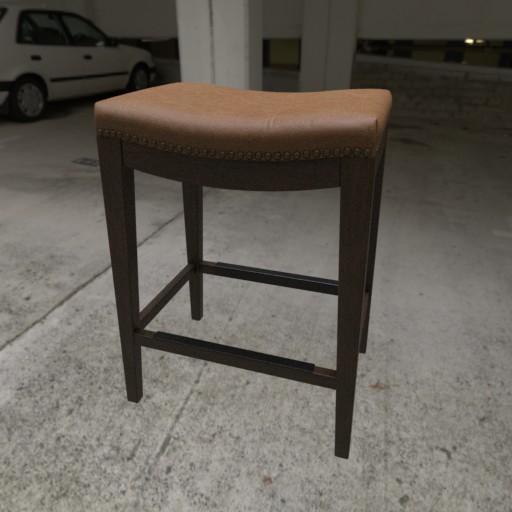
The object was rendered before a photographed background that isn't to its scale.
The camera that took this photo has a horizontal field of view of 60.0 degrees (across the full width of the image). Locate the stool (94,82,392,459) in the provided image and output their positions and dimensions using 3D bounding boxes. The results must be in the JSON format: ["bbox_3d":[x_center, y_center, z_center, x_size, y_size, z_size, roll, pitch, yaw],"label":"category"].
[{"bbox_3d":[0.000,0.000,0.948,0.500,0.660,0.361,8,28,16],"label":"stool"}]
